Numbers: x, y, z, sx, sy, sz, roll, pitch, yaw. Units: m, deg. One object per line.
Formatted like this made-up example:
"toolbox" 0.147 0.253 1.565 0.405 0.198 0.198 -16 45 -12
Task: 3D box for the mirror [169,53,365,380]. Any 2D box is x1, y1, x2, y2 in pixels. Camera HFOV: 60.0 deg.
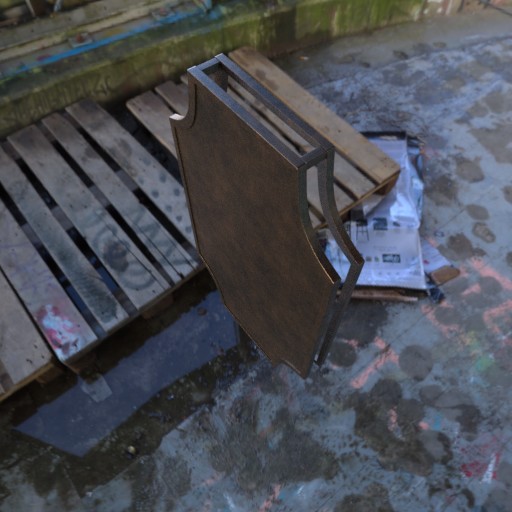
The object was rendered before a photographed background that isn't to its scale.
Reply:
"mirror" 0.000 0.000 0.973 0.066 0.811 0.462 -34 64 -19
